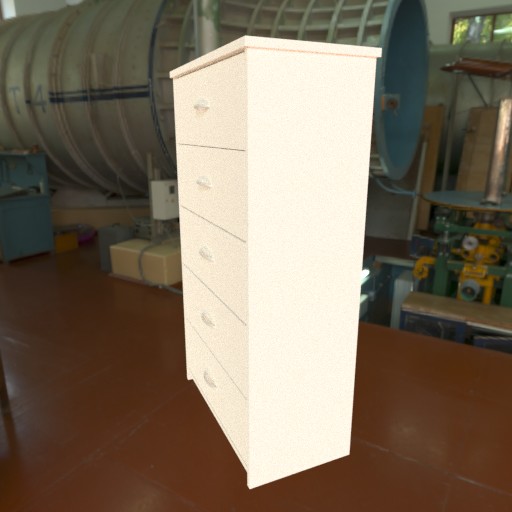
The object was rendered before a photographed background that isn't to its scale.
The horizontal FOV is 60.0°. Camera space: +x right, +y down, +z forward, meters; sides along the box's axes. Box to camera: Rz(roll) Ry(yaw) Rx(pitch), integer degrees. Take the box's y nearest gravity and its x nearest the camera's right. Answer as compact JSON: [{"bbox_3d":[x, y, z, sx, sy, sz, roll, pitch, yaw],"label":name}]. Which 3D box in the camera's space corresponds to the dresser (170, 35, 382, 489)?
[{"bbox_3d":[0.000,0.000,1.549,0.399,1.255,0.704,-7,17,-23],"label":"dresser"}]
